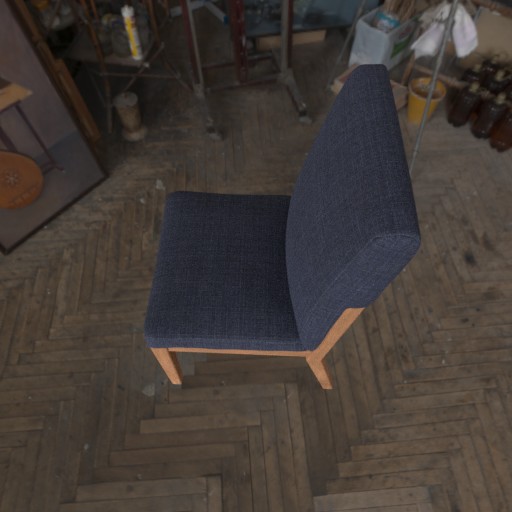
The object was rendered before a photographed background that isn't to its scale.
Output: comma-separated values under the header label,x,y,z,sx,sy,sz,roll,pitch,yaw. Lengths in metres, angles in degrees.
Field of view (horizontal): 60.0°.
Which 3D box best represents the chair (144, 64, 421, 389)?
label,x,y,z,sx,sy,sz,roll,pitch,yaw
chair,0.000,0.000,1.240,0.586,0.911,0.507,1,58,1
